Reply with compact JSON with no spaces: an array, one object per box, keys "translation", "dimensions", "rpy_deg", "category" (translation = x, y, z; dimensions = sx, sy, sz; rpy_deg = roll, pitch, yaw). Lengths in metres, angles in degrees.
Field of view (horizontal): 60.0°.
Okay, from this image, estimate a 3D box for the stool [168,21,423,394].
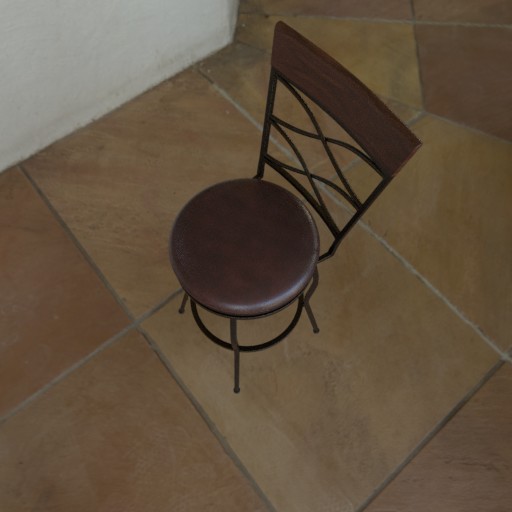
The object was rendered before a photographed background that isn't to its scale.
[{"translation":[0.000,0.000,1.372],"dimensions":[0.513,1.130,0.448],"rpy_deg":[-33,68,-15],"category":"stool"}]
